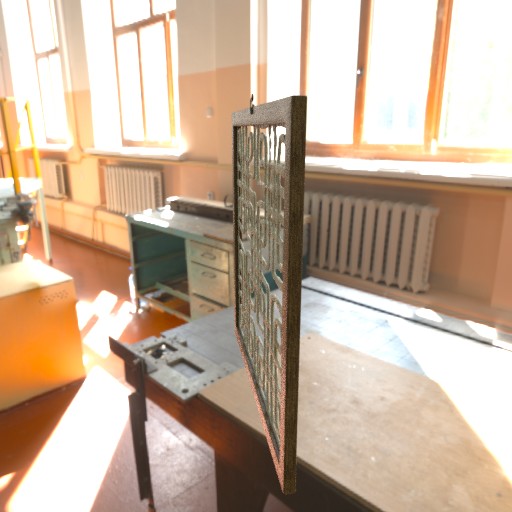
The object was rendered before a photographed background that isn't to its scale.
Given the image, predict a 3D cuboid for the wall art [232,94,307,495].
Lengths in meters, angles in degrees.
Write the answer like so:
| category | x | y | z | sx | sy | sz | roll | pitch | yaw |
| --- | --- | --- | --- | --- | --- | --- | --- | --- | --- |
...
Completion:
| category | x | y | z | sx | sy | sz | roll | pitch | yaw |
| --- | --- | --- | --- | --- | --- | --- | --- | --- | --- |
| wall art | 0.000 | 0.000 | 0.846 | 0.021 | 0.582 | 0.561 | -3 | 16 | -10 |
